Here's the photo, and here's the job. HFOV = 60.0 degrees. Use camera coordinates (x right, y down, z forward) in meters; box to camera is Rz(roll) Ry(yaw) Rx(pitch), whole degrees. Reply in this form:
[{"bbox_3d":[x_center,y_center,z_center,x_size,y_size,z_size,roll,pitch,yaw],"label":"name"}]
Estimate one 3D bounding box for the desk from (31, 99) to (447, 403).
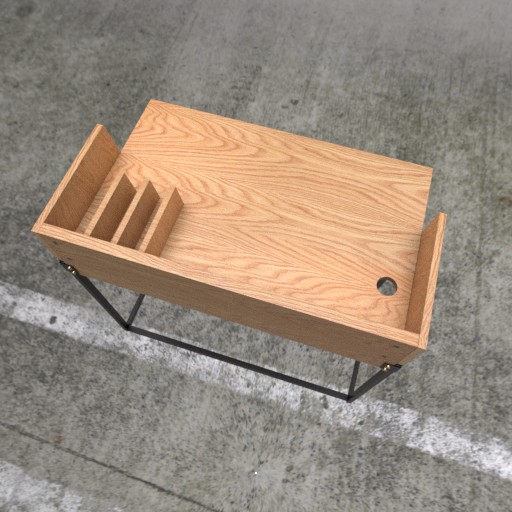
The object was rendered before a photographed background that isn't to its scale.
[{"bbox_3d":[0.000,0.000,1.892,1.191,1.061,0.769,16,65,8],"label":"desk"}]
